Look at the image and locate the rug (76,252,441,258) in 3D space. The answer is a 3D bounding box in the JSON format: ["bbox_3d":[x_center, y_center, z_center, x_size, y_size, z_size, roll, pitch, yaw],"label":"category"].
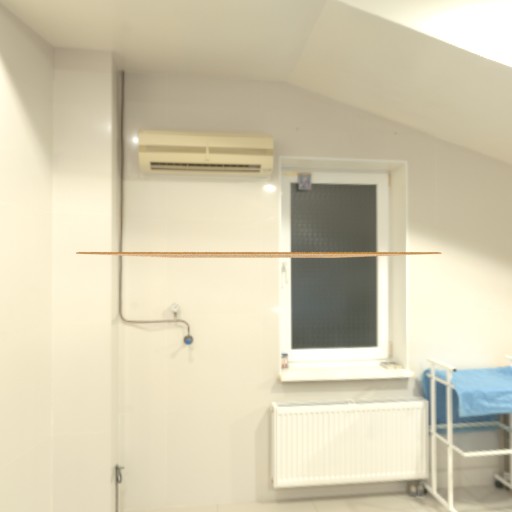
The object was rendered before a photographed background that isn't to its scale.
[{"bbox_3d":[0.000,0.000,3.016,1.525,0.007,2.336,0,-1,-1],"label":"rug"}]
